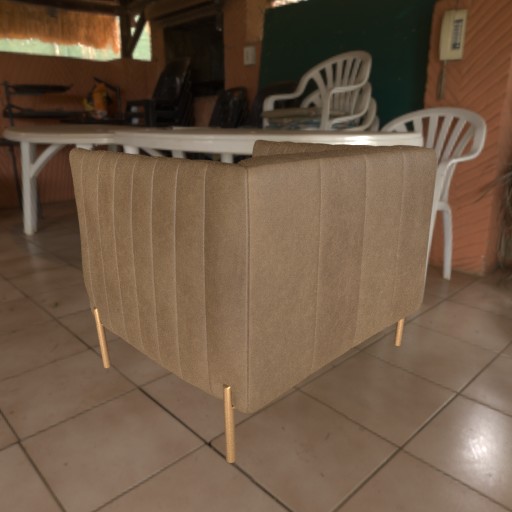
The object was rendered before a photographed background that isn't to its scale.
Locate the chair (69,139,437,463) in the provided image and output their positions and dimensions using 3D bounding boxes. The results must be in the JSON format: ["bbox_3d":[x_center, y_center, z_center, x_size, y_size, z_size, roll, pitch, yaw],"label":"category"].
[{"bbox_3d":[0.000,0.000,1.595,0.981,0.779,0.876,-16,23,-42],"label":"chair"}]
